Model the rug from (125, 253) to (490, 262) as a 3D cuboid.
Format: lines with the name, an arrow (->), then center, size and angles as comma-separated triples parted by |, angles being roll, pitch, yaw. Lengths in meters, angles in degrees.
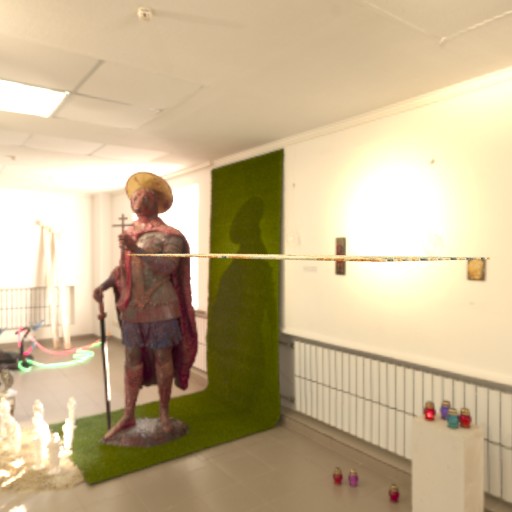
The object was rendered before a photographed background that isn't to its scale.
rug -> 0.000, 0.000, 2.683 | 0.783, 0.010, 2.437 | -1, 1, -37
